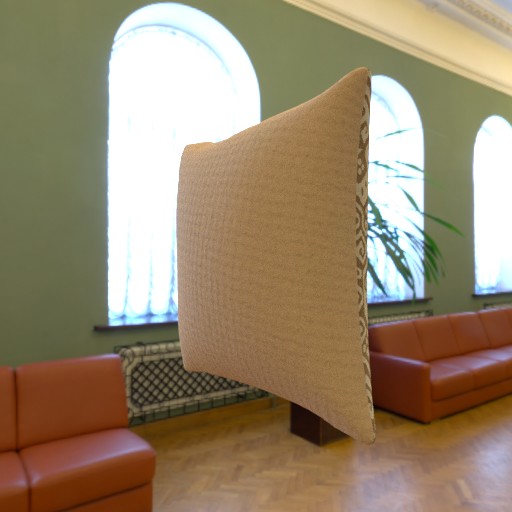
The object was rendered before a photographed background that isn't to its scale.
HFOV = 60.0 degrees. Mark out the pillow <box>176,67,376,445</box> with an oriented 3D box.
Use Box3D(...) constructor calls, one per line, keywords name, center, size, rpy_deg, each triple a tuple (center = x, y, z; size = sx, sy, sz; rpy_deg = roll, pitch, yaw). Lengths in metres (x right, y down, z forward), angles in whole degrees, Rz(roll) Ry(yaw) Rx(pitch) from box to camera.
Box3D(name="pillow", center=(0.000, 0.000, 0.636), size=(0.173, 0.407, 0.419), rpy_deg=(0, -1, -37))
